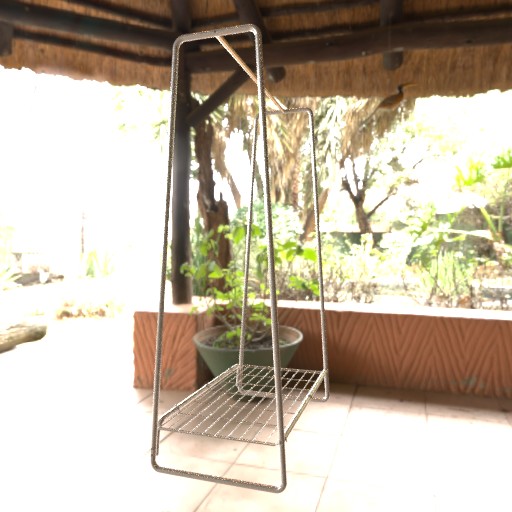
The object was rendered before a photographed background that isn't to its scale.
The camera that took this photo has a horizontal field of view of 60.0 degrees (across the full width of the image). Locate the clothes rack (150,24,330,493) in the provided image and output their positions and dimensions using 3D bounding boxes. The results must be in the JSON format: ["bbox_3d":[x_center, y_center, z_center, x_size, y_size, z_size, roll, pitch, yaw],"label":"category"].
[{"bbox_3d":[0.000,0.000,1.888,0.495,1.500,0.900,0,1,18],"label":"clothes rack"}]
